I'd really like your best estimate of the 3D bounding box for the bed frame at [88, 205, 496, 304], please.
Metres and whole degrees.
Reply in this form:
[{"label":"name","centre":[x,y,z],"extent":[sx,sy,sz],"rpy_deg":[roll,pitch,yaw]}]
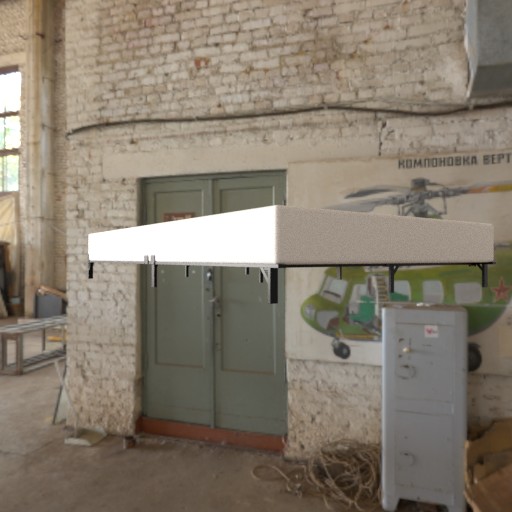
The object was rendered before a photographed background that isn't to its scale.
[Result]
[{"label":"bed frame","centre":[0.000,0.000,3.700],"extent":[1.930,0.440,2.987],"rpy_deg":[0,0,-36]}]
